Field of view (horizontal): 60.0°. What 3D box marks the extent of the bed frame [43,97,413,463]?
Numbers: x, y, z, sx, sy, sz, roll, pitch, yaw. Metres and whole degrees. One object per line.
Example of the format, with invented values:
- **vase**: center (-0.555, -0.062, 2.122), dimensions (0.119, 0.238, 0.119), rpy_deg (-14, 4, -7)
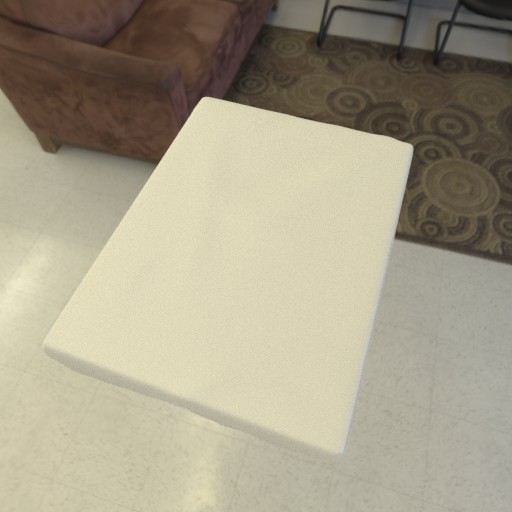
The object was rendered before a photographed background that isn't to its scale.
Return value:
- **bed frame**: center (0.000, 0.000, 2.847), dimensions (1.584, 0.667, 2.151), rpy_deg (17, 58, 10)
